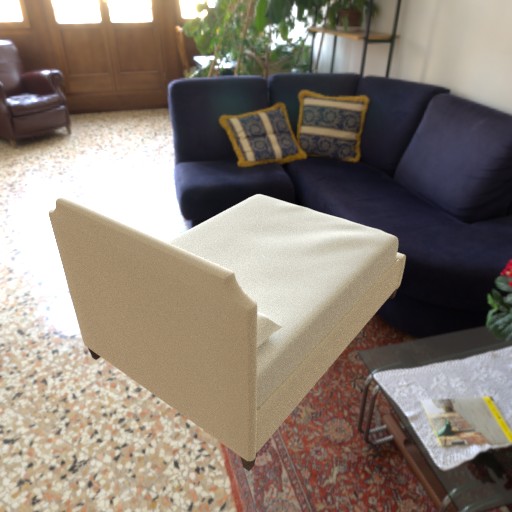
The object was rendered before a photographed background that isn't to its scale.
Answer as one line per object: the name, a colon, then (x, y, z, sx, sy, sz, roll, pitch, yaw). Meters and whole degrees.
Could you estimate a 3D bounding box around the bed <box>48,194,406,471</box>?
bed: (0.000, 0.000, 3.560, 1.712, 1.443, 2.365, 22, 38, 31)
